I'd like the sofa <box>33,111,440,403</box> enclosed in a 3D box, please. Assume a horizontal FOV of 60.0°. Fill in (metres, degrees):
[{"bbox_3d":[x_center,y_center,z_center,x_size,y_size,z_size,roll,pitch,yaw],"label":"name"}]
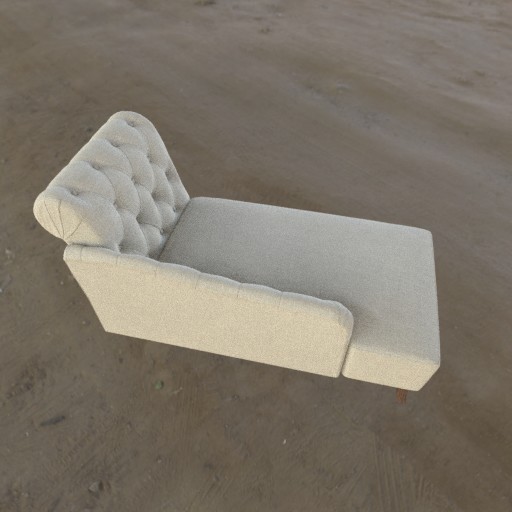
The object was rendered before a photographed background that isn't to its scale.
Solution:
[{"bbox_3d":[0.000,0.000,1.741,1.379,0.787,0.675,9,47,9],"label":"sofa"}]
